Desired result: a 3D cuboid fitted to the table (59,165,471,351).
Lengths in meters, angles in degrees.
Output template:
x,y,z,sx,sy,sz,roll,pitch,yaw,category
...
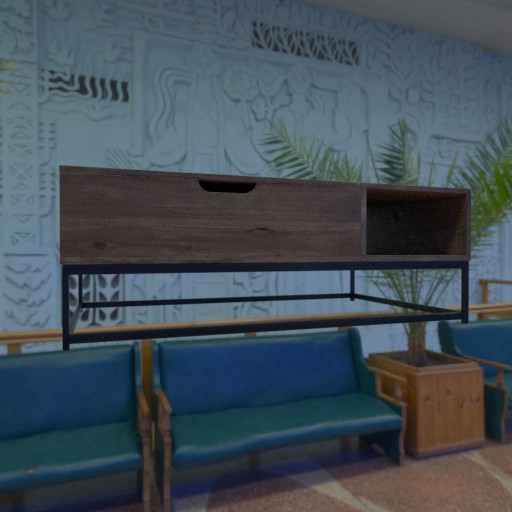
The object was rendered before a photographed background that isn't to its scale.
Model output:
x,y,z,sx,sy,sz,roll,pitch,yaw,category
0.000,0.000,1.423,1.101,0.395,0.655,0,1,-19,table
